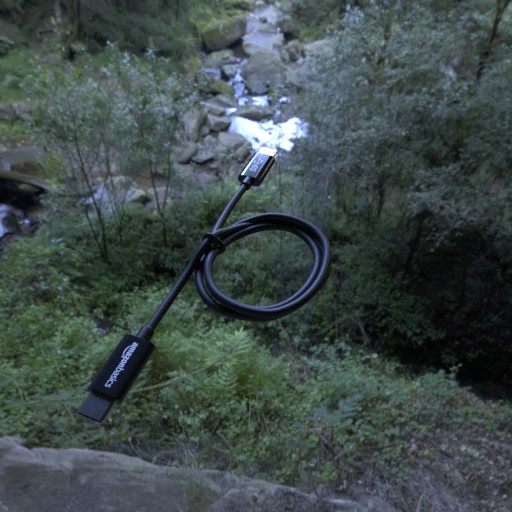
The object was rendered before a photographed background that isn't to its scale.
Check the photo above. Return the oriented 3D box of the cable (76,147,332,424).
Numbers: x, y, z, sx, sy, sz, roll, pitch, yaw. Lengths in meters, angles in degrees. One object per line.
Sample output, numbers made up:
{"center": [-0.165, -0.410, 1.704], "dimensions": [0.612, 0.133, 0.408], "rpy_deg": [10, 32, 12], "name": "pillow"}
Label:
{"center": [0.000, 0.000, 0.209], "dimensions": [0.070, 0.014, 0.186], "rpy_deg": [15, 47, 14], "name": "cable"}
